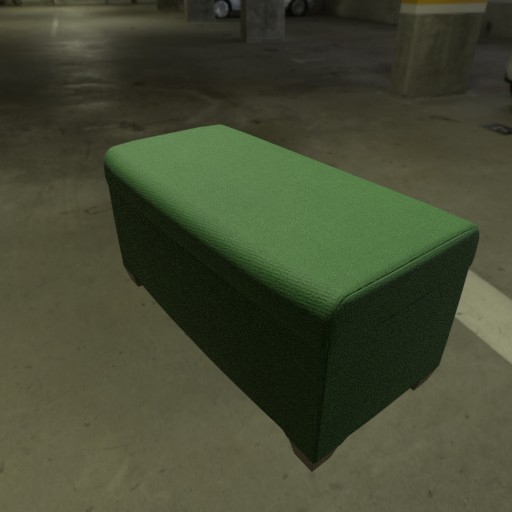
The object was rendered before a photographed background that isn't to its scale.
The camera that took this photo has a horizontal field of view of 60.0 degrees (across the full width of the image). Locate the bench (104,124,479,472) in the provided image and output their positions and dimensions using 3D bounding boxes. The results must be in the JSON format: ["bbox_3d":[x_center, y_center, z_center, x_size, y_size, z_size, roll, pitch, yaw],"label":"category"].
[{"bbox_3d":[0.000,0.000,1.263,0.505,0.501,0.989,-22,38,-31],"label":"bench"}]
